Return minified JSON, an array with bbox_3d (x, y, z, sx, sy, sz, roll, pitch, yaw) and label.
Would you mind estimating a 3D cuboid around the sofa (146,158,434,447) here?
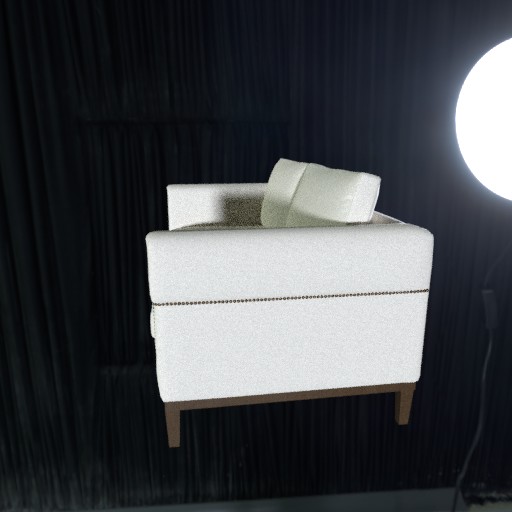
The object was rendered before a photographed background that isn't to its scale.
[{"bbox_3d":[0.000,0.000,2.128,0.905,0.873,1.598,-2,15,-8],"label":"sofa"}]
